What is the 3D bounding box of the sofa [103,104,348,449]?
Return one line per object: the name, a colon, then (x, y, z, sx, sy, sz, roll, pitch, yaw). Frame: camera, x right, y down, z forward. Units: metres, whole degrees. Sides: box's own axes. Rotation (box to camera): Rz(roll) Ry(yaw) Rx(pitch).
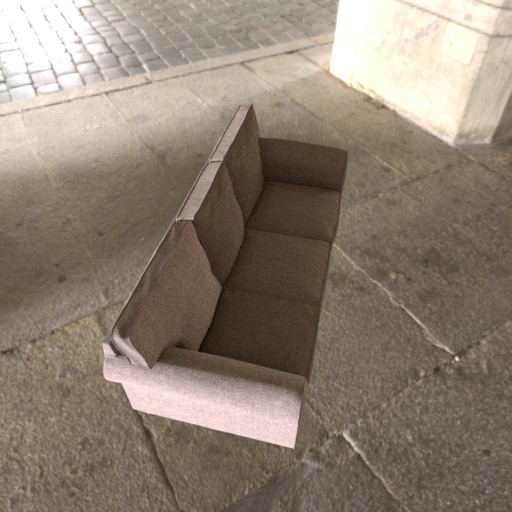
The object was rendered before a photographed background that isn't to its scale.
sofa: (0.000, 0.000, 2.709, 0.916, 0.961, 2.084, 10, 46, 10)
